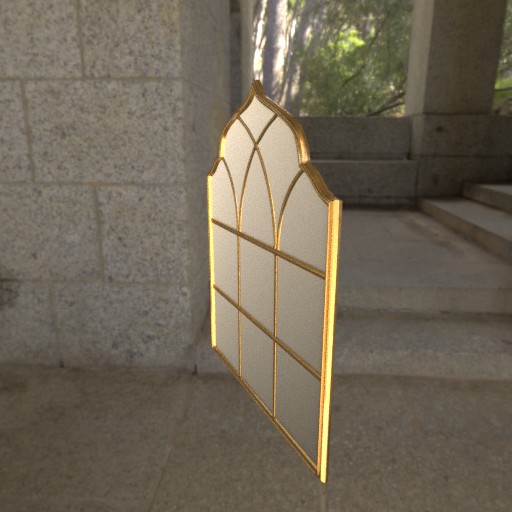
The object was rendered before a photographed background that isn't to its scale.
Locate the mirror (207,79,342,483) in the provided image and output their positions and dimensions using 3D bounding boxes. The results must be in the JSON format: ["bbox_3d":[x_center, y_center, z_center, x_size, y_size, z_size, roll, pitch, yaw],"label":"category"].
[{"bbox_3d":[0.000,0.000,0.854,0.018,0.635,0.513,-7,17,-25],"label":"mirror"}]
